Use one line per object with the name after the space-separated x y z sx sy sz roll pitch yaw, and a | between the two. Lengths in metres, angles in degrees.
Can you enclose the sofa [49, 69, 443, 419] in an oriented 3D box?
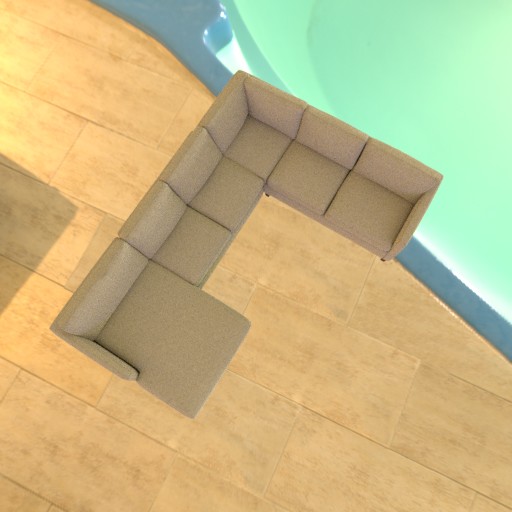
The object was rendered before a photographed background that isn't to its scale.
0.000 0.000 4.666 2.593 0.959 3.460 30 77 8 | sofa
